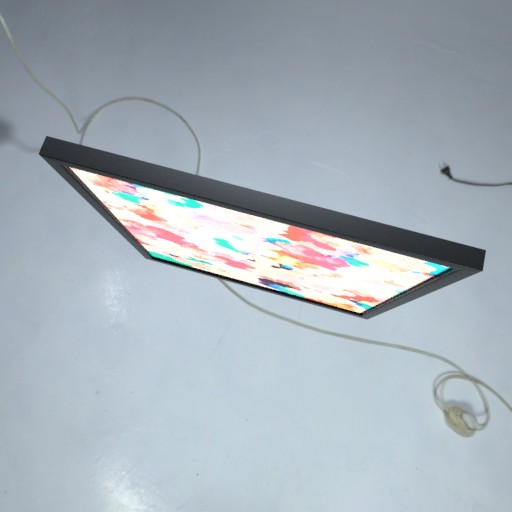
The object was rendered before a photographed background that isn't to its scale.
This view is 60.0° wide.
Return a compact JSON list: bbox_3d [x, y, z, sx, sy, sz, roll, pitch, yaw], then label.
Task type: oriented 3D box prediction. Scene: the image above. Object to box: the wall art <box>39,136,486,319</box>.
[{"bbox_3d":[0.000,0.000,1.098,0.756,0.755,0.036,15,77,4],"label":"wall art"}]
